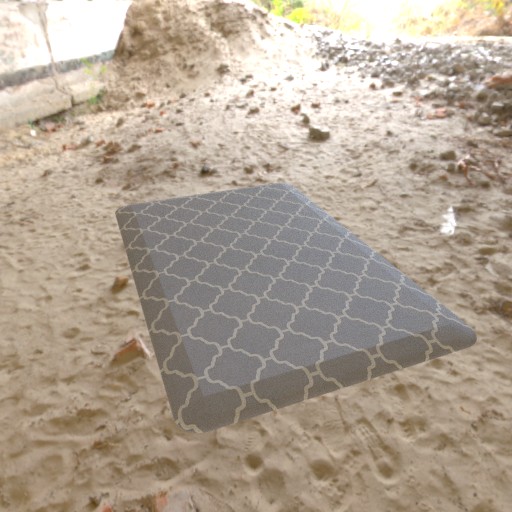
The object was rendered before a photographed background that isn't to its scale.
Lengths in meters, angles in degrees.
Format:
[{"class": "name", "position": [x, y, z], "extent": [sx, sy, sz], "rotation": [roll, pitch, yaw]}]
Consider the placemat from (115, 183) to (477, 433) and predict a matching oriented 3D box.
[{"class": "placemat", "position": [0.000, 0.000, 0.941], "extent": [0.508, 0.021, 0.762], "rotation": [-11, 32, -18]}]
